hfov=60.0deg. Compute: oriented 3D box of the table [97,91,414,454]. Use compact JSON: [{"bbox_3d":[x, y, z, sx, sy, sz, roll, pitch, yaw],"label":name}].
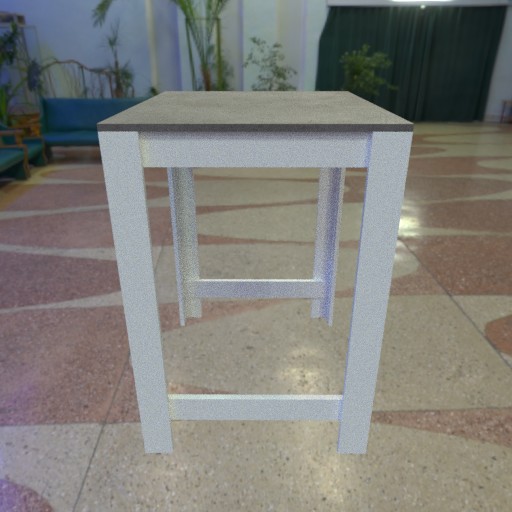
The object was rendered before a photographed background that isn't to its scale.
[{"bbox_3d":[0.000,0.000,1.555,0.700,1.020,0.800,0,25,0],"label":"table"}]
